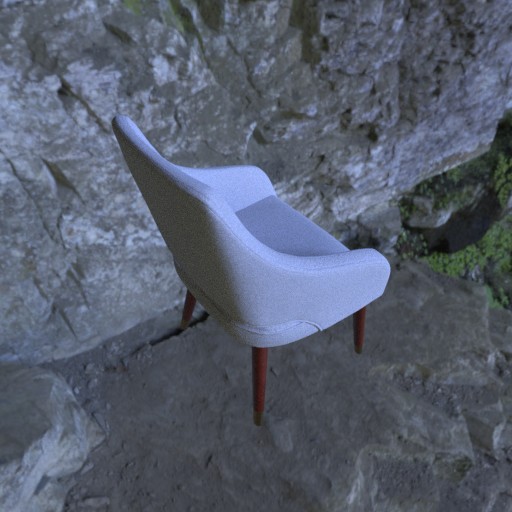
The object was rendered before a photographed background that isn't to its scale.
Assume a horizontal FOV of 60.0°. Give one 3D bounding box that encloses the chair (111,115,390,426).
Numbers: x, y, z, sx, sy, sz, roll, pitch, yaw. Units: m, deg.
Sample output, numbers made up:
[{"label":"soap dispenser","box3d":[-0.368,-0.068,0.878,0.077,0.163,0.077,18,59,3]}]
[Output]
[{"label":"chair","box3d":[0.000,0.000,1.325,0.600,0.889,0.609,-26,48,-26]}]
